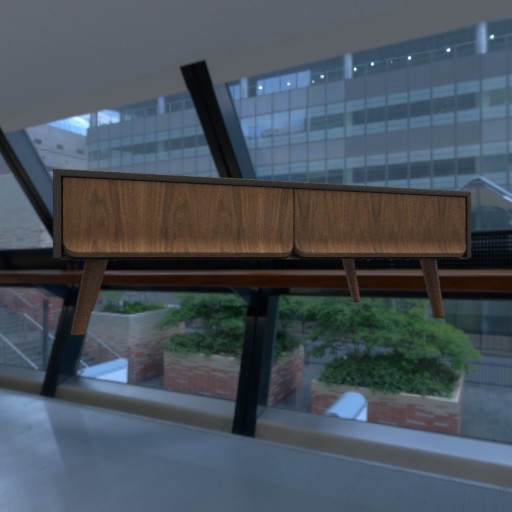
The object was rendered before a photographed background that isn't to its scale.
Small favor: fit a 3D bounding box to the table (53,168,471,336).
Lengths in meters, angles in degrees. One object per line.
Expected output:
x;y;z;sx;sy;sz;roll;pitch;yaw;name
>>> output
0.000;0.000;1.526;1.201;0.404;0.703;0;0;-18;table
